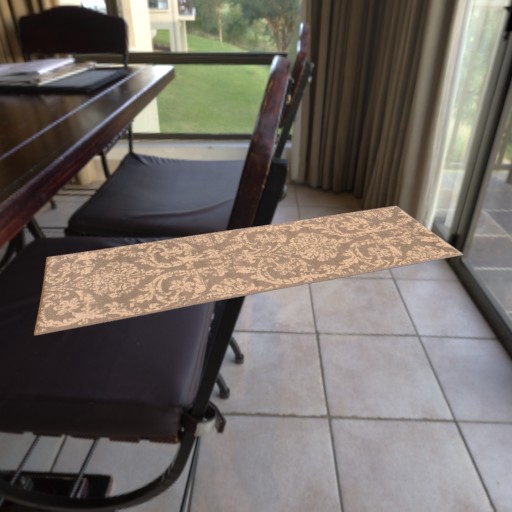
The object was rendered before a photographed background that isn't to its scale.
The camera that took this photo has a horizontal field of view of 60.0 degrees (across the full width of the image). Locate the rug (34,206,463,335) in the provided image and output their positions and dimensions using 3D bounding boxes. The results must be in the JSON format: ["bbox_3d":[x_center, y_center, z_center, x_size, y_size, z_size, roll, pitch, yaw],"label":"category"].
[{"bbox_3d":[0.000,0.000,2.438,2.196,0.011,0.662,-9,33,-15],"label":"rug"}]
